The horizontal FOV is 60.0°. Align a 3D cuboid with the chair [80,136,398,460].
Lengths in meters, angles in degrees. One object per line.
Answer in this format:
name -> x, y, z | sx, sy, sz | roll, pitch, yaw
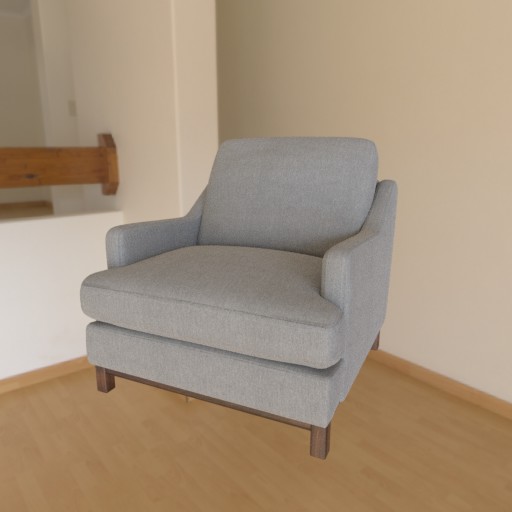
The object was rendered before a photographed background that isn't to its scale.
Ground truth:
chair -> 0.000, 0.000, 1.556 | 0.826, 0.821, 0.892 | 7, 15, 25
